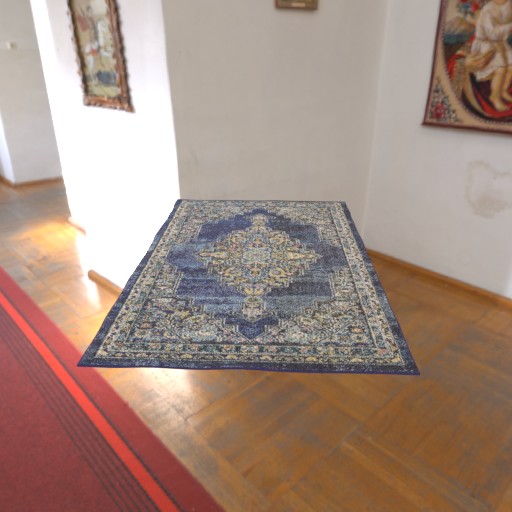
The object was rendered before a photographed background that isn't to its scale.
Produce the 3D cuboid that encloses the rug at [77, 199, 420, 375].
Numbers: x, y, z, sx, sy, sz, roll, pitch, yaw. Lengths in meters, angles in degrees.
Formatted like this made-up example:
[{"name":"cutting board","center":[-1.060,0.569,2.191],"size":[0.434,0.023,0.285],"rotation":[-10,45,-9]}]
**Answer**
[{"name":"rug","center":[0.000,0.000,2.311],"size":[1.184,0.012,1.781],"rotation":[1,26,2]}]
